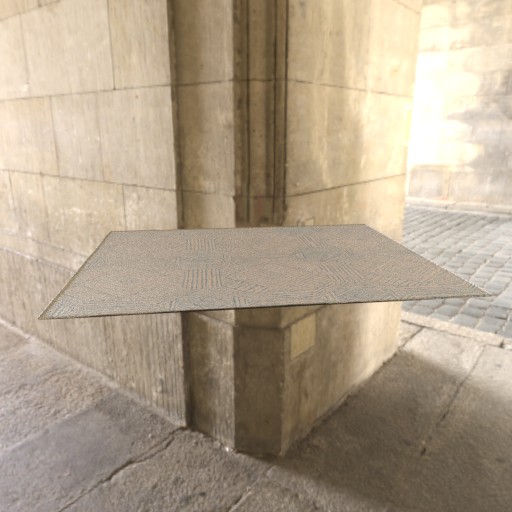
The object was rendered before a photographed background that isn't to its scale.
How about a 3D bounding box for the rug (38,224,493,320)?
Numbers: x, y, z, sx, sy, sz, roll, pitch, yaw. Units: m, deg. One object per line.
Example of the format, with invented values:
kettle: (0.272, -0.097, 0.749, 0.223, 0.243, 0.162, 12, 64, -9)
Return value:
rug: (0.000, 0.000, 4.092, 3.049, 0.015, 2.457, -2, 16, -7)
